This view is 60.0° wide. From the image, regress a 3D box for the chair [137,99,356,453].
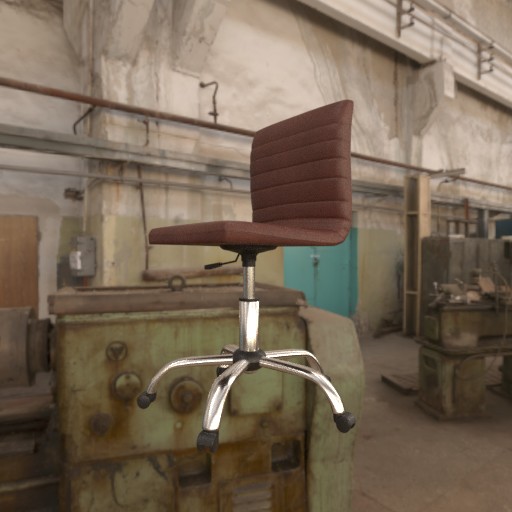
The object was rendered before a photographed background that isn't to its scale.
[{"bbox_3d":[0.000,0.000,1.159,0.530,0.780,0.556,-1,1,-37],"label":"chair"}]
